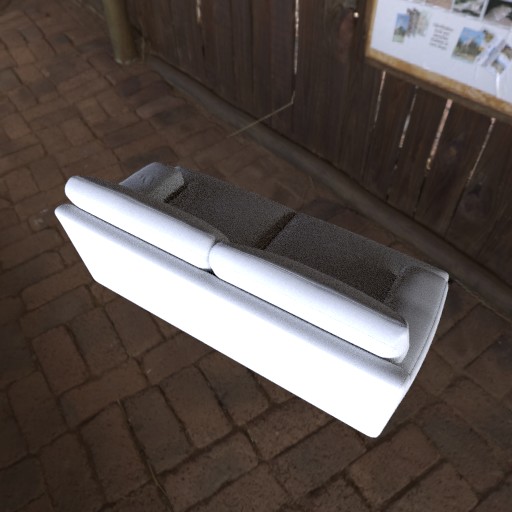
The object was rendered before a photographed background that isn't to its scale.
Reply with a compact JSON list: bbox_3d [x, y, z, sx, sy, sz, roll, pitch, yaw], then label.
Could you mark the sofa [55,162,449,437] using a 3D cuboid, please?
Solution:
[{"bbox_3d":[0.000,0.000,2.807,2.261,0.940,1.143,25,52,21],"label":"sofa"}]
